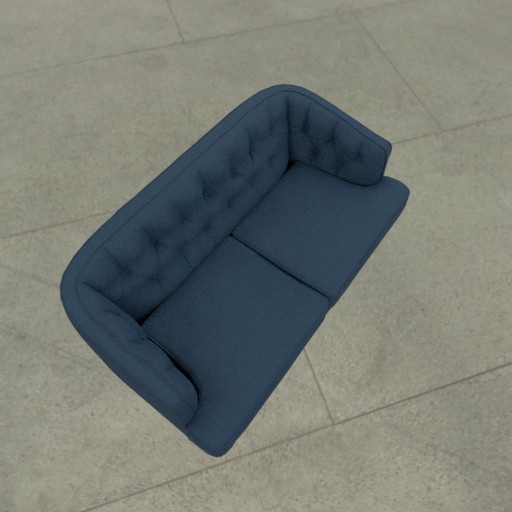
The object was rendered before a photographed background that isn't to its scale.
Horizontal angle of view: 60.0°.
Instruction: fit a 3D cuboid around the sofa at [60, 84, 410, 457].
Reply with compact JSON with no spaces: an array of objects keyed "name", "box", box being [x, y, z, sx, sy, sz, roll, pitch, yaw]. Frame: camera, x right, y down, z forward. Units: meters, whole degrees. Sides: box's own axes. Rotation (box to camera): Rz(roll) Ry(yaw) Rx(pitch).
[{"name":"sofa","box":[0.000,0.000,2.286,0.941,0.854,1.733,33,64,18]}]
